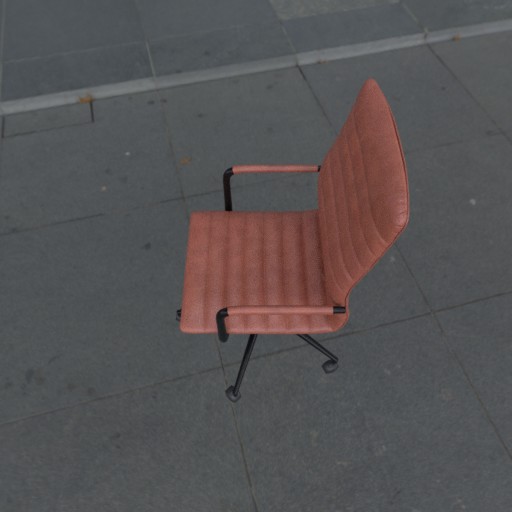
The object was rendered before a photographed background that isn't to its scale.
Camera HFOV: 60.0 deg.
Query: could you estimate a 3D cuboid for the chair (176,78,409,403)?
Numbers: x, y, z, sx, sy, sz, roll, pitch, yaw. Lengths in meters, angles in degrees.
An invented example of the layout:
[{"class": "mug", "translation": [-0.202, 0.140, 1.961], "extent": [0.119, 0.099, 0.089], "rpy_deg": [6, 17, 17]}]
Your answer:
[{"class": "chair", "translation": [0.000, 0.000, 1.251], "extent": [0.578, 0.878, 0.600], "rpy_deg": [0, 57, 0]}]
